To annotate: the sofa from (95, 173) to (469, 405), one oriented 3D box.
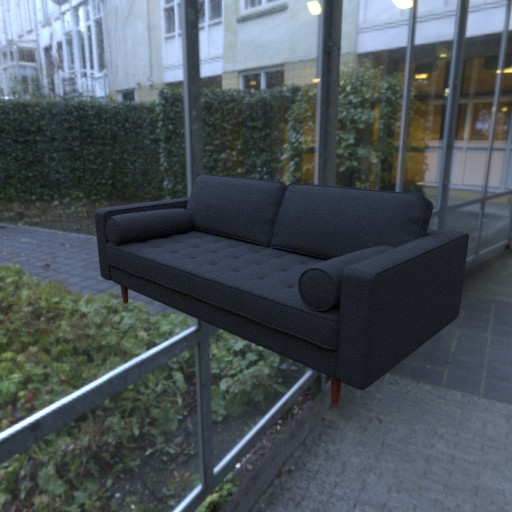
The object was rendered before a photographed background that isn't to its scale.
[{"bbox_3d":[0.000,0.000,2.394,1.875,0.759,0.914,14,21,42],"label":"sofa"}]
